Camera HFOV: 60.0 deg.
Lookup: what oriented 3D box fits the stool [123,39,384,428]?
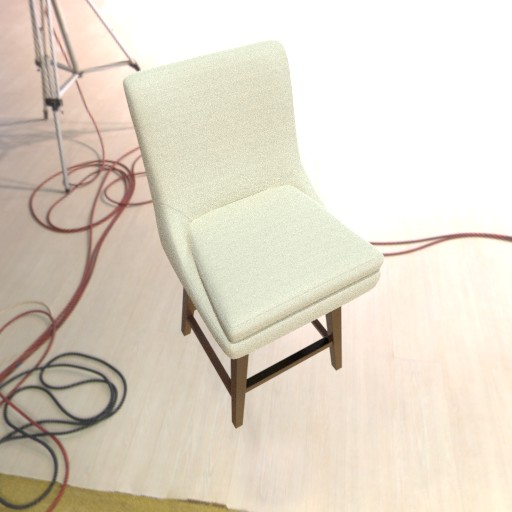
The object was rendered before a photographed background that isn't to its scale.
[{"bbox_3d":[0.000,0.000,1.310,0.483,0.991,0.559,-24,52,-20],"label":"stool"}]
